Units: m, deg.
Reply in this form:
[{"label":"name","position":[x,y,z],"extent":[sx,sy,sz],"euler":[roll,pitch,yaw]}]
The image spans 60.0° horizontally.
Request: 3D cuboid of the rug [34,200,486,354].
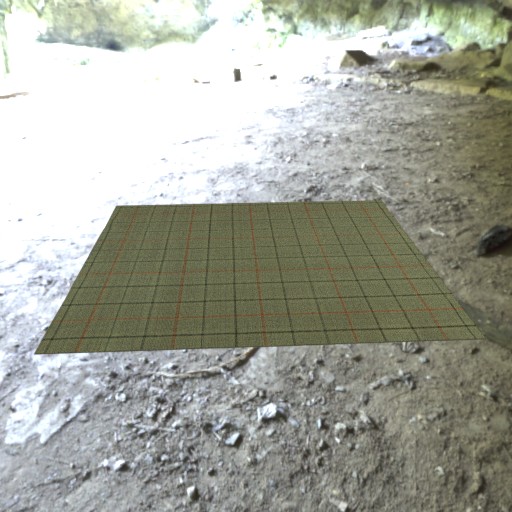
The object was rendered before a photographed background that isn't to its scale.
[{"label":"rug","position":[0.000,0.000,4.036],"extent":[3.048,0.012,2.444],"euler":[-1,30,-2]}]
